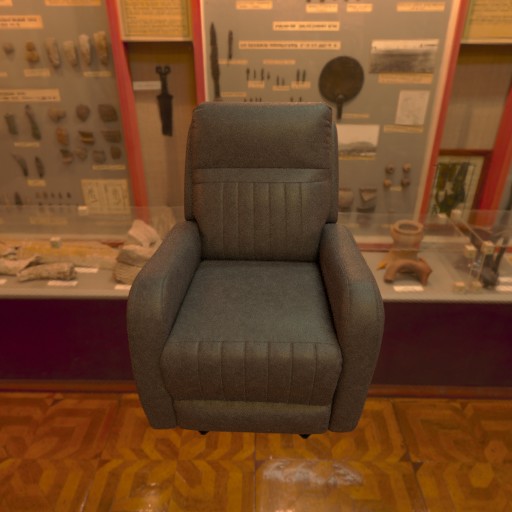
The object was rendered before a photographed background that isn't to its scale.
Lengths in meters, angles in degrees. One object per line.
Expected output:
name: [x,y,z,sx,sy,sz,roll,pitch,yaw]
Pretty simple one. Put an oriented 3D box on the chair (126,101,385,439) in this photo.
chair: [0.000,0.000,1.817,0.865,1.067,1.067,1,29,2]
